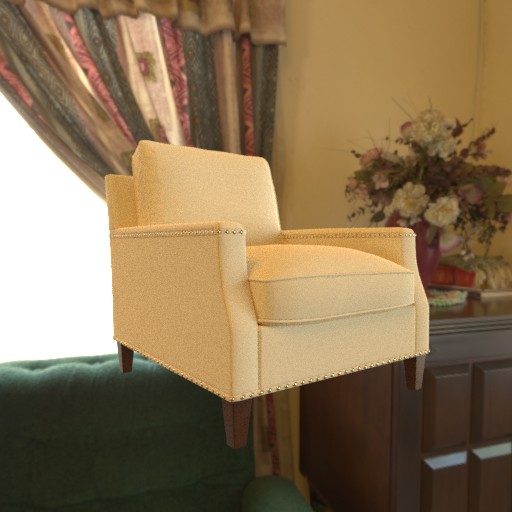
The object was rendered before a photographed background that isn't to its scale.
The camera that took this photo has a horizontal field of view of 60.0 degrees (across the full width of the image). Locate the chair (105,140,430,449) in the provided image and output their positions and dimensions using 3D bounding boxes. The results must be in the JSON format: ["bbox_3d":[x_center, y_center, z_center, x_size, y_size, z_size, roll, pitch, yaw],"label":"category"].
[{"bbox_3d":[0.000,0.000,1.710,0.853,0.943,1.014,-1,2,-36],"label":"chair"}]
